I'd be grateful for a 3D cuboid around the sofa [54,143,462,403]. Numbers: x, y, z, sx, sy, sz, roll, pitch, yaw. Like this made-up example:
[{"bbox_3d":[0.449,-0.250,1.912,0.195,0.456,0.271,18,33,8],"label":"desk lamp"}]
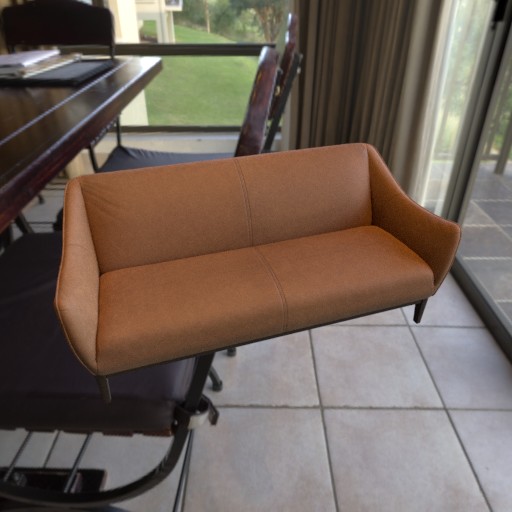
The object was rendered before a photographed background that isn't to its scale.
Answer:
[{"bbox_3d":[0.000,0.000,2.385,1.928,0.830,0.869,-10,34,-16],"label":"sofa"}]
